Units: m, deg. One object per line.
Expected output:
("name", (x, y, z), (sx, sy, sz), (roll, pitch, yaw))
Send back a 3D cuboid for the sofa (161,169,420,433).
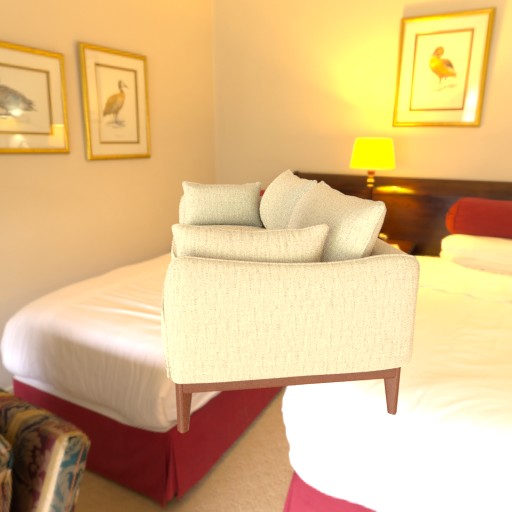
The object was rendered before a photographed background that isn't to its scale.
("sofa", (0.000, 0.000, 2.536), (0.991, 0.860, 1.989), (-2, 15, -8))
